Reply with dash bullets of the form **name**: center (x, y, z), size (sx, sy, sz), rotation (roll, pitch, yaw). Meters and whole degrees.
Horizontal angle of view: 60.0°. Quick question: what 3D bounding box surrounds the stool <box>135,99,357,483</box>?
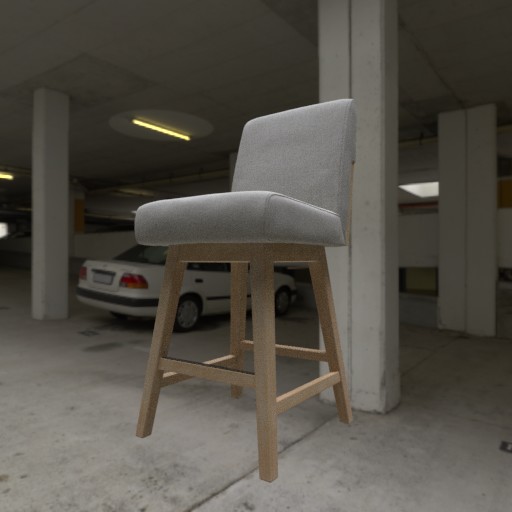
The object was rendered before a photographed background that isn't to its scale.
- **stool**: center (0.000, 0.000, 1.418), size (0.507, 1.085, 0.606), rotation (0, -1, 35)
